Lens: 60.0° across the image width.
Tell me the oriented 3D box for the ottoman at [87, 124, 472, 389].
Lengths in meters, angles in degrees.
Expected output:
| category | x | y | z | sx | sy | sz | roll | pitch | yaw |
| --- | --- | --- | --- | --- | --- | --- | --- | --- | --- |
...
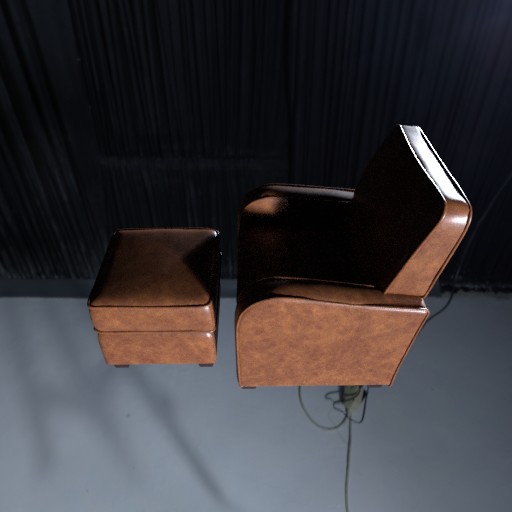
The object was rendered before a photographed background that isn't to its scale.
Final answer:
| category | x | y | z | sx | sy | sz | roll | pitch | yaw |
| --- | --- | --- | --- | --- | --- | --- | --- | --- | --- |
| ottoman | 0.000 | 0.000 | 1.832 | 1.314 | 0.904 | 0.732 | 0 | 41 | -1 |
